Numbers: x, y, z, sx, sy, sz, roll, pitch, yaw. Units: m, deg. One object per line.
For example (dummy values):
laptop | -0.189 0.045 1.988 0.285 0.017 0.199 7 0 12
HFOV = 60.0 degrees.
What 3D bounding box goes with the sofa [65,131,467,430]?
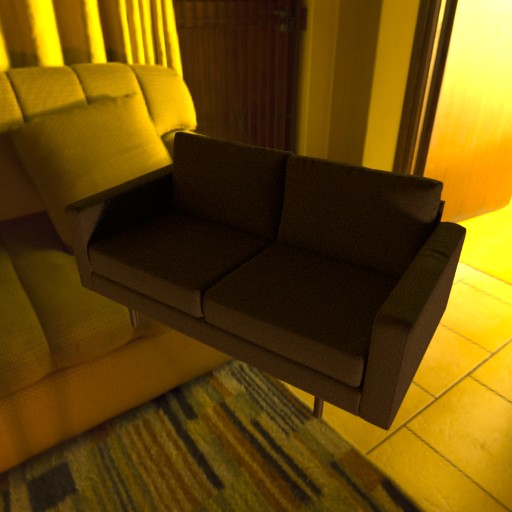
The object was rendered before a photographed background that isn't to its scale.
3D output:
sofa | 0.000 0.000 2.207 1.730 0.897 0.889 18 35 28
